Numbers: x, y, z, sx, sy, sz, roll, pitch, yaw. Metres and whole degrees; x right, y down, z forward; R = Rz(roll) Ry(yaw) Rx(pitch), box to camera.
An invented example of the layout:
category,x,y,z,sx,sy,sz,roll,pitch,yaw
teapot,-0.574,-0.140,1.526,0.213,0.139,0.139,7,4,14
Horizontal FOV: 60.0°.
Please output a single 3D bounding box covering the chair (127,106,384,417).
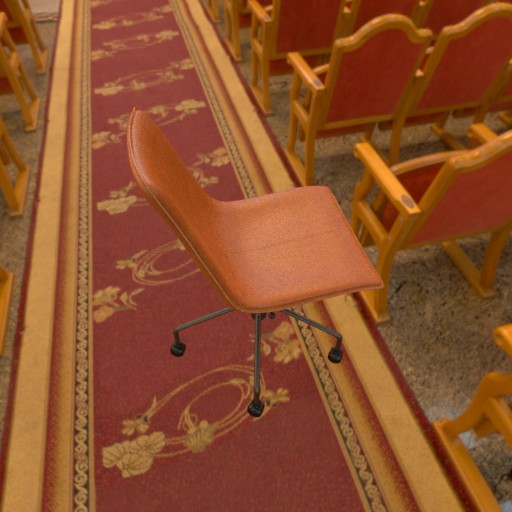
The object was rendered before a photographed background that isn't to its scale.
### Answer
category,x,y,z,sx,sy,sz,roll,pitch,yaw
chair,0.000,0.000,1.385,0.660,0.920,0.651,-11,49,-9
